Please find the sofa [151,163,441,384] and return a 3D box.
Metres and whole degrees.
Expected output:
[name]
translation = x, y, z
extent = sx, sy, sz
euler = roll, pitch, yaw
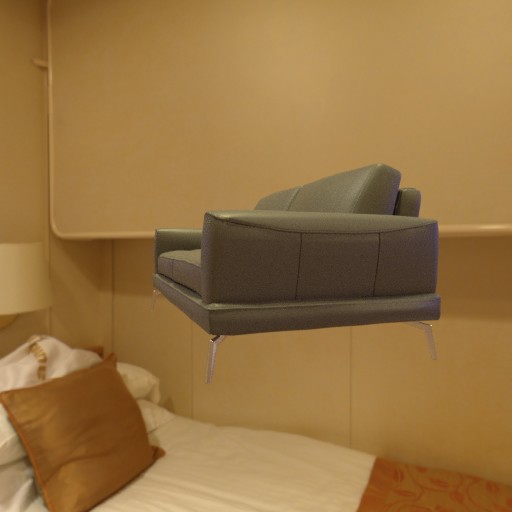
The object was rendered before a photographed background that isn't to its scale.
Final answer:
[sofa]
translation = 0.000, 0.000, 2.803
extent = 1.121, 0.930, 2.177
euler = 0, 1, -19
